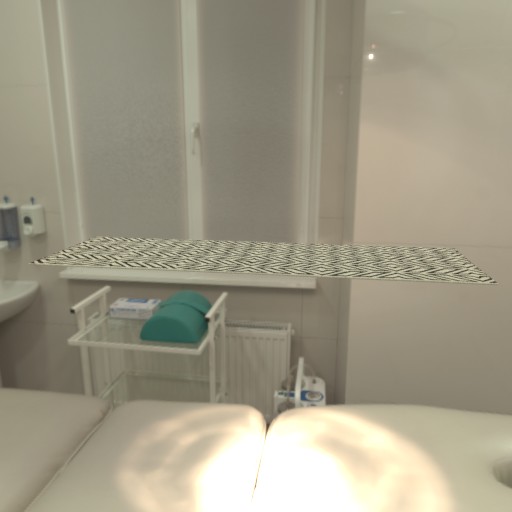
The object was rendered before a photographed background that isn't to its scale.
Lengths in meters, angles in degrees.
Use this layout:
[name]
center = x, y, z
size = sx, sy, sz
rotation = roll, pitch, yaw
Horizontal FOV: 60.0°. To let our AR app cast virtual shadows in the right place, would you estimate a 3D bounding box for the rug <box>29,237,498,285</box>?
[rug]
center = 0.000, 0.000, 2.630
size = 2.435, 0.009, 0.750
rotation = 2, 14, 8
